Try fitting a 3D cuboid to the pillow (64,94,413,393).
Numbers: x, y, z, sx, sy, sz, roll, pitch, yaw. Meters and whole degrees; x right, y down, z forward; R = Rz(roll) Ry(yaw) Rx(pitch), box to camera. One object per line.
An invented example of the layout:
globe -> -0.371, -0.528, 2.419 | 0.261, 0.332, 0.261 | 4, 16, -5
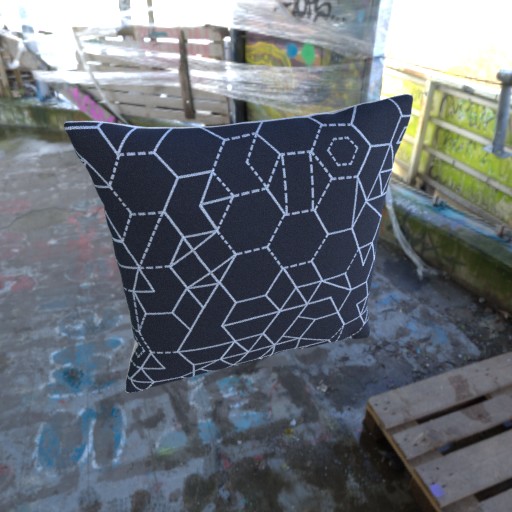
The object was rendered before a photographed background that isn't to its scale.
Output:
pillow -> 0.000, 0.000, 0.765 | 0.517, 0.508, 0.158 | -10, 34, -15
